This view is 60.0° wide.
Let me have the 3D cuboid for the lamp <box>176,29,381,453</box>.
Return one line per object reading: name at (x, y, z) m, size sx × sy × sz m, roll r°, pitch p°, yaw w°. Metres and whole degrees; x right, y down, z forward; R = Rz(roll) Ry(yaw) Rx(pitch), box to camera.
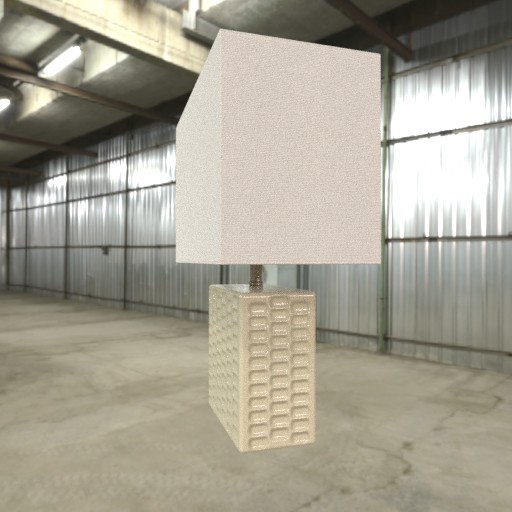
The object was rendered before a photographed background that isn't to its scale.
lamp at (0.000, 0.000, 0.688) m, size 0.200 × 0.515 × 0.380 m, roll 0°, pitch -1°, yaw -17°
